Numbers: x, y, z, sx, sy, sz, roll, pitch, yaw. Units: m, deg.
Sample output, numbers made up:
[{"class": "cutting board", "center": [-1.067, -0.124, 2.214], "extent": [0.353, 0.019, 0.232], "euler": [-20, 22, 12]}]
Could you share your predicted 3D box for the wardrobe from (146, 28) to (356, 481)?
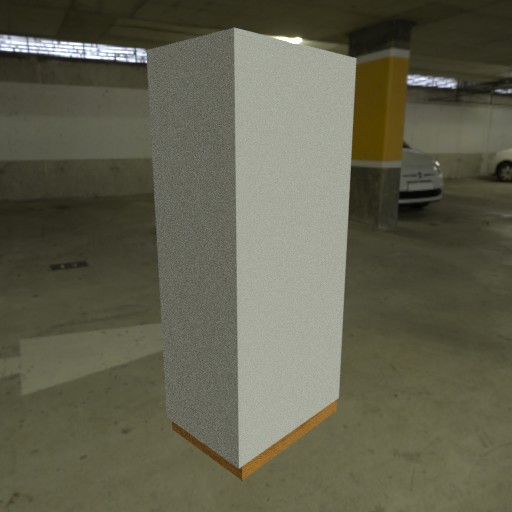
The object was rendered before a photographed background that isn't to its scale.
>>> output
[{"class": "wardrobe", "center": [0.000, 0.000, 2.426], "extent": [0.600, 2.040, 0.860], "euler": [13, 19, 42]}]
